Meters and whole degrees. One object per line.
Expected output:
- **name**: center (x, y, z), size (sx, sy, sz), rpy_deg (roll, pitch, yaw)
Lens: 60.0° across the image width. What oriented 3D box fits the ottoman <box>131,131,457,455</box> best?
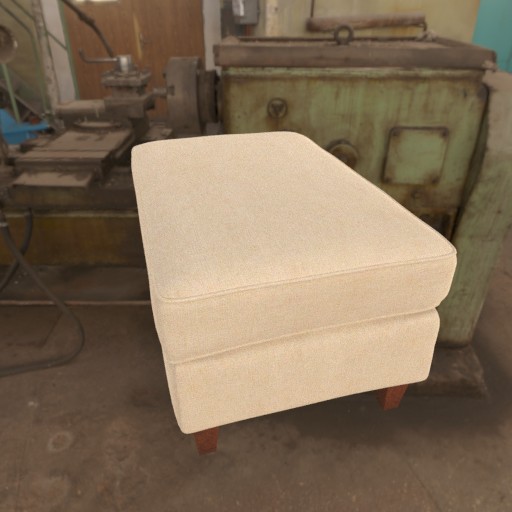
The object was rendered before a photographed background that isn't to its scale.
- **ottoman**: center (0.000, 0.000, 1.207), size (0.583, 0.484, 0.862), rpy_deg (-9, 32, -14)
